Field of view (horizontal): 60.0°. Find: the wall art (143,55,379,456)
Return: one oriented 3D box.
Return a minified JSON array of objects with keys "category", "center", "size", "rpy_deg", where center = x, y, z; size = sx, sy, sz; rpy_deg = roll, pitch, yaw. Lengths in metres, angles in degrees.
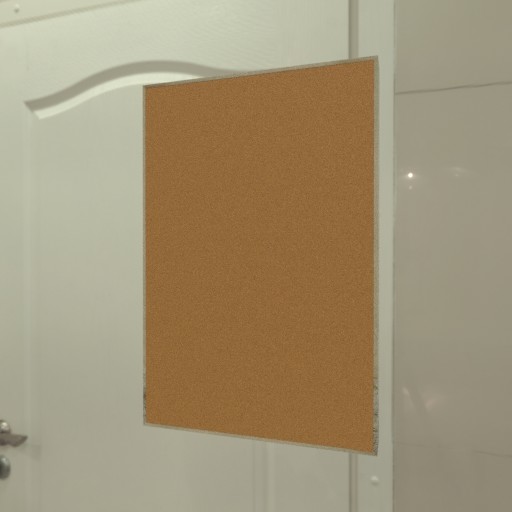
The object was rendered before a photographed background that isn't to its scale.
[{"category":"wall art","center":[0.000,0.000,0.476],"size":[0.254,0.381,0.038],"rpy_deg":[0,0,17]}]
